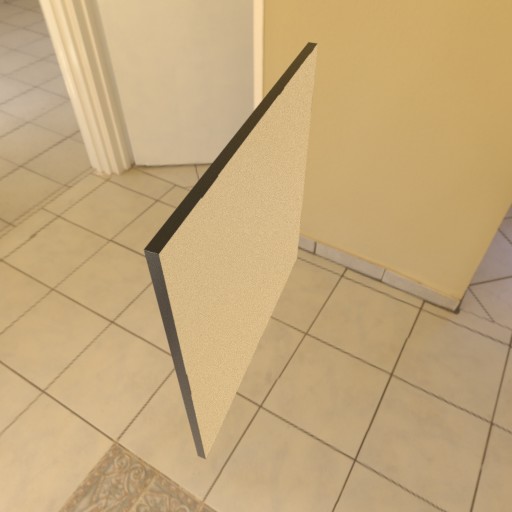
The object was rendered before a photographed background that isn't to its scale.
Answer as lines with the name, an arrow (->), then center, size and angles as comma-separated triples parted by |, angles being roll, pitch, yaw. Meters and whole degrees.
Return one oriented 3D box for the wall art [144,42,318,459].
wall art -> 0.000, 0.000, 0.649 | 0.014, 0.445, 0.446 | 16, 48, 15
